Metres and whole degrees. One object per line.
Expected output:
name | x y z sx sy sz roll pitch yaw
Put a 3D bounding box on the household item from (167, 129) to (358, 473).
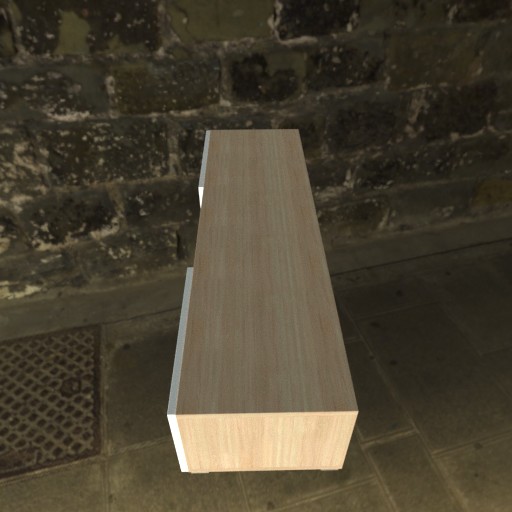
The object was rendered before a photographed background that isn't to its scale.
household item | 0.000 0.000 1.599 0.420 0.310 1.400 -1 41 -1
